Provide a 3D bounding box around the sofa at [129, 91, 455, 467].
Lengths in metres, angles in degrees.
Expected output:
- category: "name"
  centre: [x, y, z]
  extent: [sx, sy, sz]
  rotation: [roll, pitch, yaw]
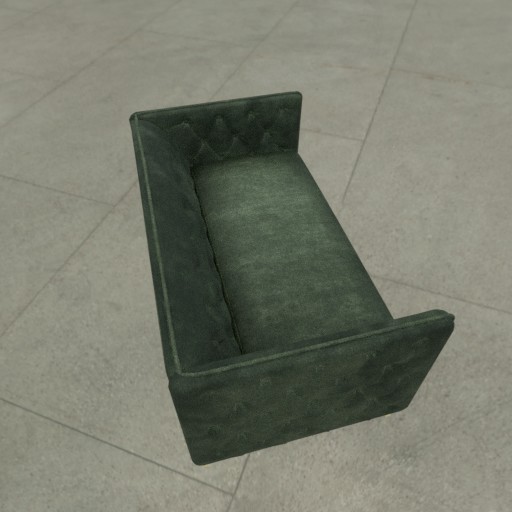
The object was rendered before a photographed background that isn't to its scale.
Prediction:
- category: "sofa"
  centre: [0.000, 0.000, 2.023]
  extent: [0.895, 0.768, 1.537]
  rotation: [-11, 49, -10]
